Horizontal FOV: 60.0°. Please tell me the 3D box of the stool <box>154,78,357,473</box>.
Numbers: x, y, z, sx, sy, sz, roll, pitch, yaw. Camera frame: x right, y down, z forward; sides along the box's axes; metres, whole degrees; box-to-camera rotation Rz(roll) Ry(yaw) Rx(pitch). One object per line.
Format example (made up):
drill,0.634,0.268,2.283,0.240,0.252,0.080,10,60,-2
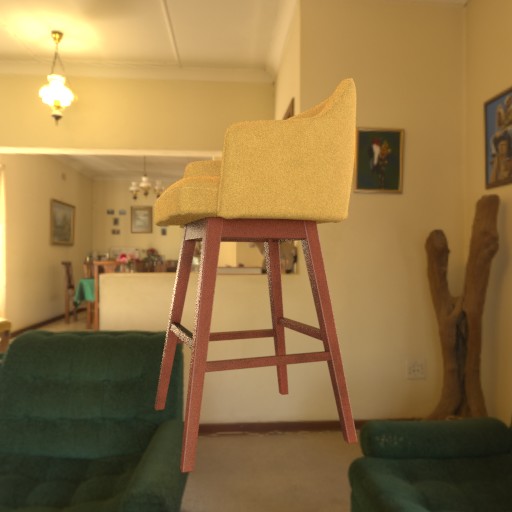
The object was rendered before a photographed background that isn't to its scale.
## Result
stool,0.000,0.000,1.348,0.558,1.012,0.548,0,0,-21
